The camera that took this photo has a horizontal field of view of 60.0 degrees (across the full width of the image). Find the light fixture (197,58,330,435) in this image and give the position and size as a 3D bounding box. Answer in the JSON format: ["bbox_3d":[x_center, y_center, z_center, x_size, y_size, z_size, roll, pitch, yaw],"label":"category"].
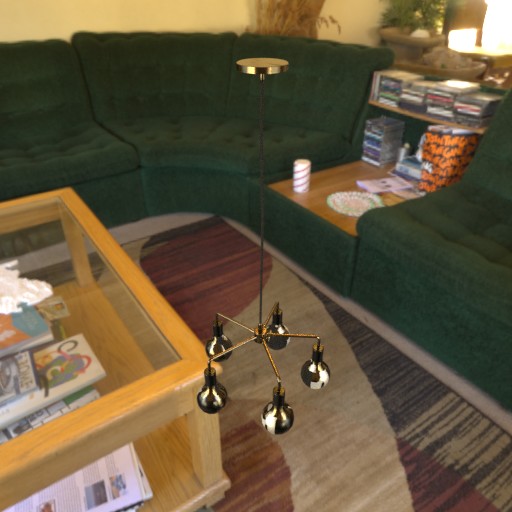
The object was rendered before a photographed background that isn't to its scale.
[{"bbox_3d":[0.000,0.000,1.214,0.421,0.988,0.438,23,39,31],"label":"light fixture"}]
